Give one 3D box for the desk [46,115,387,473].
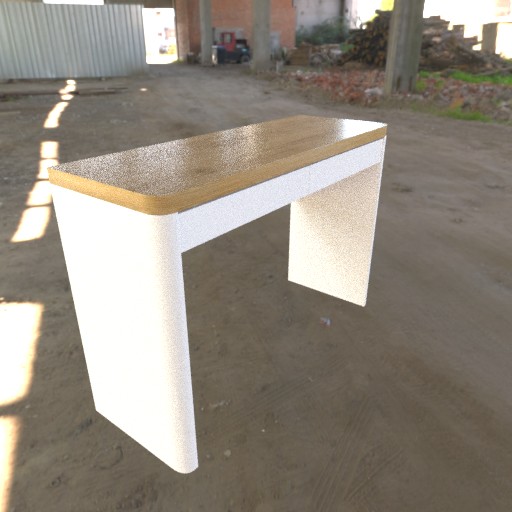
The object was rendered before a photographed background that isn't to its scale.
[{"bbox_3d":[0.000,0.000,1.485,0.390,0.760,1.100,18,31,33],"label":"desk"}]
